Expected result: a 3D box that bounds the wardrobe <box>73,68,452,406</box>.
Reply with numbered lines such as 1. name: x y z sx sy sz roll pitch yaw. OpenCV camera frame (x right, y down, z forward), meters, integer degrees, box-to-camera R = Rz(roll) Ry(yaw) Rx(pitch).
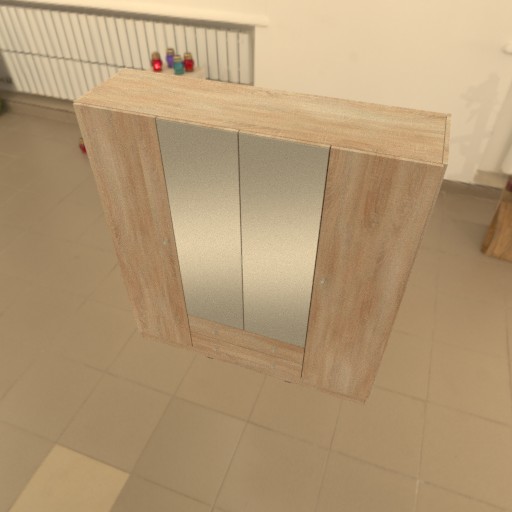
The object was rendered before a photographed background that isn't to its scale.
1. wardrobe: 0.000 0.000 3.131 1.998 2.159 0.598 14 44 14
